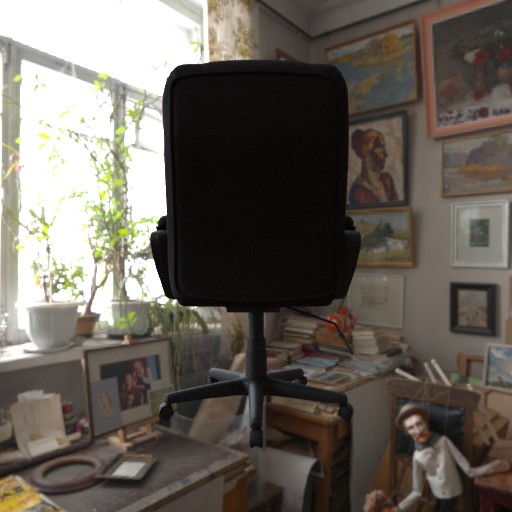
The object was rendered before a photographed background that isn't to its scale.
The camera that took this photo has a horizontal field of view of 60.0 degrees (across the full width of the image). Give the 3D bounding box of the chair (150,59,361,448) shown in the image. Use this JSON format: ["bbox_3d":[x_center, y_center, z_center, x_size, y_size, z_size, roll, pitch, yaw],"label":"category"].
[{"bbox_3d":[0.000,0.000,1.563,0.667,1.105,0.724,0,-1,0],"label":"chair"}]
